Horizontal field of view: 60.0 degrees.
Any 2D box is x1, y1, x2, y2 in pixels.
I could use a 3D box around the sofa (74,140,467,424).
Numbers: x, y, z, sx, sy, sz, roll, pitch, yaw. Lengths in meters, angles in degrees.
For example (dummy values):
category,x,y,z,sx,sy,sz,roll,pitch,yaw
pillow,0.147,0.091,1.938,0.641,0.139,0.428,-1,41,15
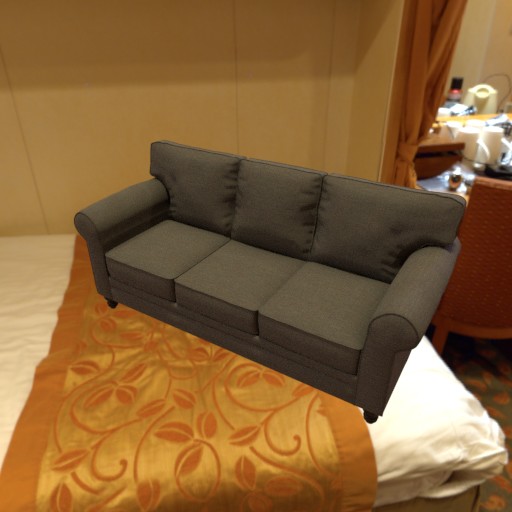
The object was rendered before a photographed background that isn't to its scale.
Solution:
category,x,y,z,sx,sy,sz,roll,pitch,yaw
sofa,0.000,0.000,2.609,2.084,0.966,0.909,17,34,27
